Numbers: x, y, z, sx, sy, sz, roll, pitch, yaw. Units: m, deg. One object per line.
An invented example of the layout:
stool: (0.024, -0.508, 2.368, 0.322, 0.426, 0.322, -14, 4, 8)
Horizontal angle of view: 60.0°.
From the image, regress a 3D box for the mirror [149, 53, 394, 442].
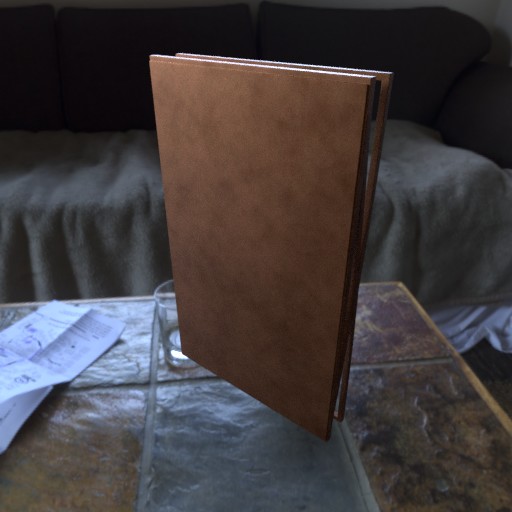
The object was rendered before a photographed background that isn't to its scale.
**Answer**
mirror: (0.000, 0.000, 0.955, 0.468, 0.768, 0.082, 21, 36, 32)
